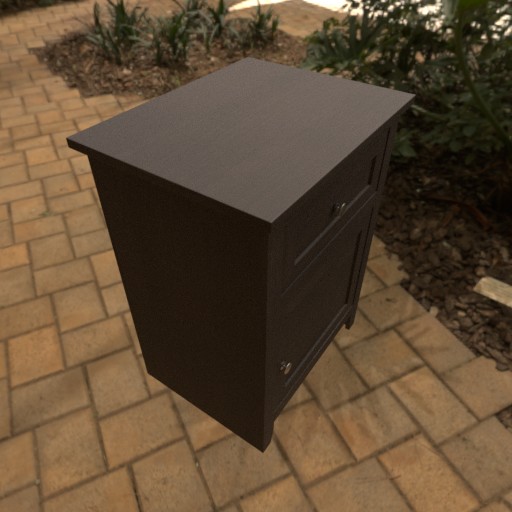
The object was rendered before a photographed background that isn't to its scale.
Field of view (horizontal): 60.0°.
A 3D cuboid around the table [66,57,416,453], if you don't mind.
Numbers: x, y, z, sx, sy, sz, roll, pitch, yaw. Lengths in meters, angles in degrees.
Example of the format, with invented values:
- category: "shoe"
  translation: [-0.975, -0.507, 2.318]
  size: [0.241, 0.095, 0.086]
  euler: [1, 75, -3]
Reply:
- category: "table"
  translation: [0.000, 0.000, 0.957]
  size: [0.381, 0.635, 0.480]
  euler: [25, 47, 26]
